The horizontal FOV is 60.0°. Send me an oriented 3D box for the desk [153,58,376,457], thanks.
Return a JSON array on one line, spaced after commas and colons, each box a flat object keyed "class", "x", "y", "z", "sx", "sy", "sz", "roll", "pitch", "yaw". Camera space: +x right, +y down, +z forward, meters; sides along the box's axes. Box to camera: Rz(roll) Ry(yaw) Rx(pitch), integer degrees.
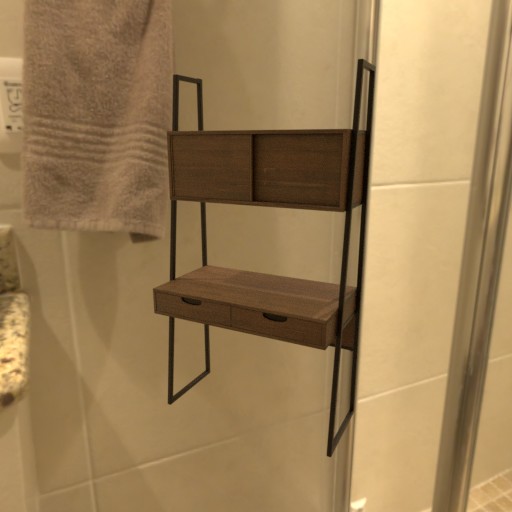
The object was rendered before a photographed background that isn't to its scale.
[{"class": "desk", "x": 0.000, "y": 0.000, "z": 2.264, "sx": 0.982, "sy": 1.809, "sz": 0.515, "roll": 7, "pitch": 16, "yaw": 26}]
